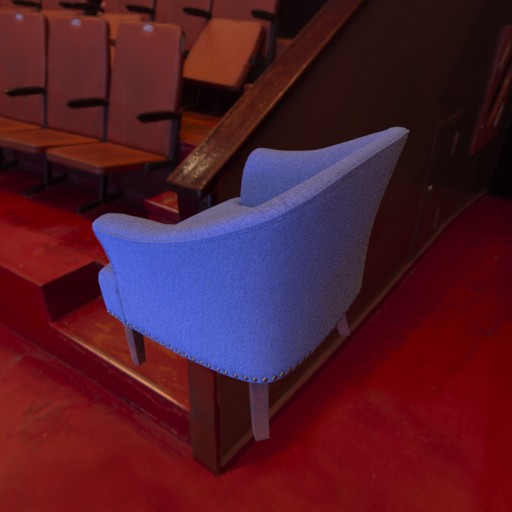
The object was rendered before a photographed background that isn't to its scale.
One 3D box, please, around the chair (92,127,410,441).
[{"bbox_3d":[0.000,0.000,1.390,0.704,0.815,0.798,20,36,30],"label":"chair"}]
